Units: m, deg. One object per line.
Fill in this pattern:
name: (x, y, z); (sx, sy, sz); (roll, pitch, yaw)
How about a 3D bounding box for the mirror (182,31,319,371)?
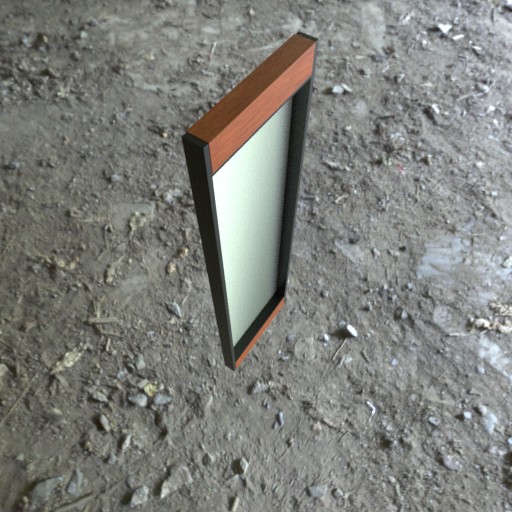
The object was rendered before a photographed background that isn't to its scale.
mirror: (0.000, 0.000, 1.232); (0.047, 1.123, 0.343); (31, 63, 17)
